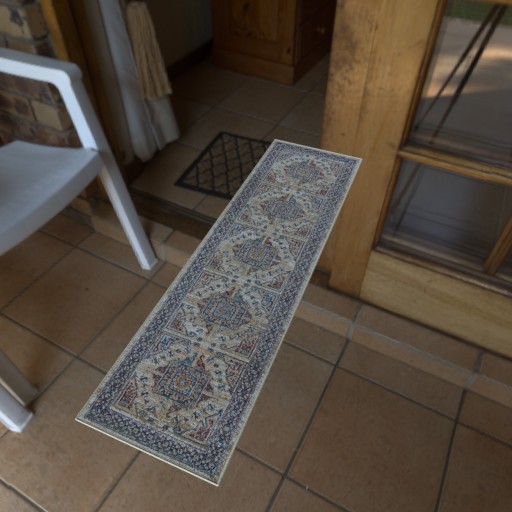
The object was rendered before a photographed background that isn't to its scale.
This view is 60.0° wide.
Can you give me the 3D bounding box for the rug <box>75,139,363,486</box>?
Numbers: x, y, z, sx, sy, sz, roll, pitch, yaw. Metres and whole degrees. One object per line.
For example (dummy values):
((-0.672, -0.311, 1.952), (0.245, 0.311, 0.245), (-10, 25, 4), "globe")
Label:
((0.000, 0.000, 2.473), (0.661, 0.013, 2.297), (17, 49, 15), "rug")
